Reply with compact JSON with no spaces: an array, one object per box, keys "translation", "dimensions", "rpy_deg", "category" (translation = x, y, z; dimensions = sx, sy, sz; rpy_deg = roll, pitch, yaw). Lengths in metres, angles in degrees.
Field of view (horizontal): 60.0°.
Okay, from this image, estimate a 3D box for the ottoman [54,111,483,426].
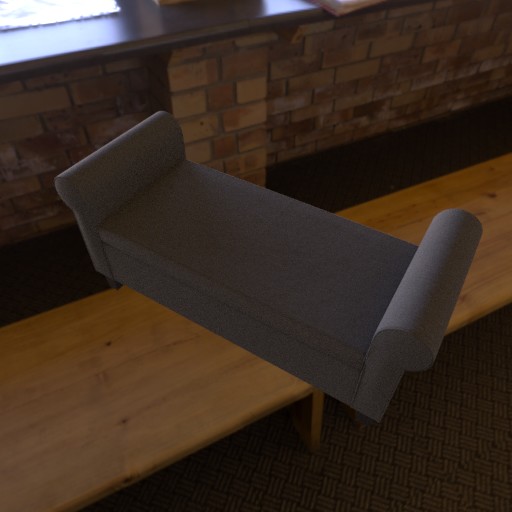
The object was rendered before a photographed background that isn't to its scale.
[{"translation":[0.000,0.000,1.535],"dimensions":[1.256,0.547,0.521],"rpy_deg":[24,50,21],"category":"ottoman"}]
